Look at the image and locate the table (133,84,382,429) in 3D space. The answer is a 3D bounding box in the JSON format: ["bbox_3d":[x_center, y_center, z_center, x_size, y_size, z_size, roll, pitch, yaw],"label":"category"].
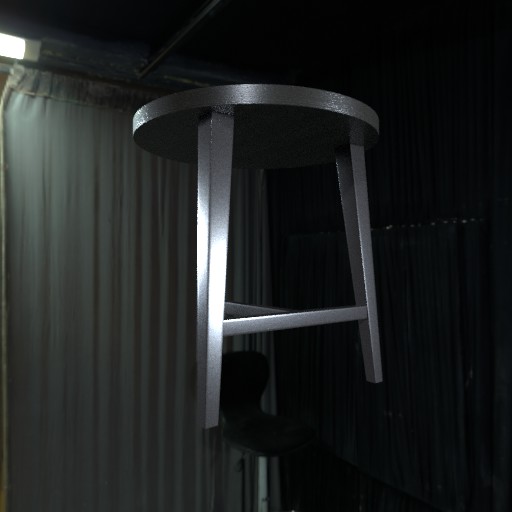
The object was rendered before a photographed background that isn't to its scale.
[{"bbox_3d":[0.000,0.000,0.935,0.500,0.531,0.500,0,0,0],"label":"table"}]
